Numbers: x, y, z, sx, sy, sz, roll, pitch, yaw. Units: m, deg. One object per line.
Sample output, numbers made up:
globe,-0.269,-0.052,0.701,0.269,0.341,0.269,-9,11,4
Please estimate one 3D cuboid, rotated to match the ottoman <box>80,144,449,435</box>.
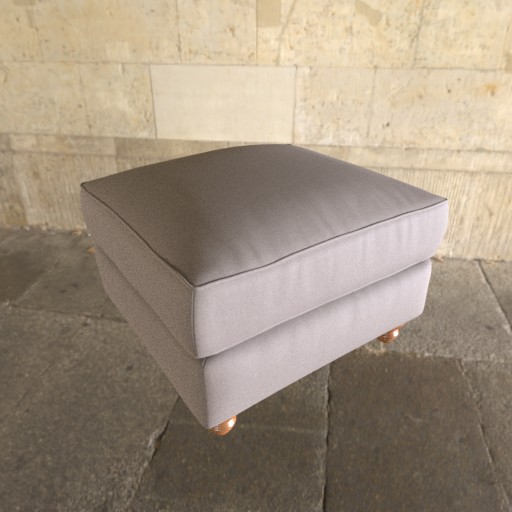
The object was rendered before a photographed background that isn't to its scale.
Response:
ottoman,0.000,0.000,1.186,0.721,0.505,0.662,-19,34,-30
